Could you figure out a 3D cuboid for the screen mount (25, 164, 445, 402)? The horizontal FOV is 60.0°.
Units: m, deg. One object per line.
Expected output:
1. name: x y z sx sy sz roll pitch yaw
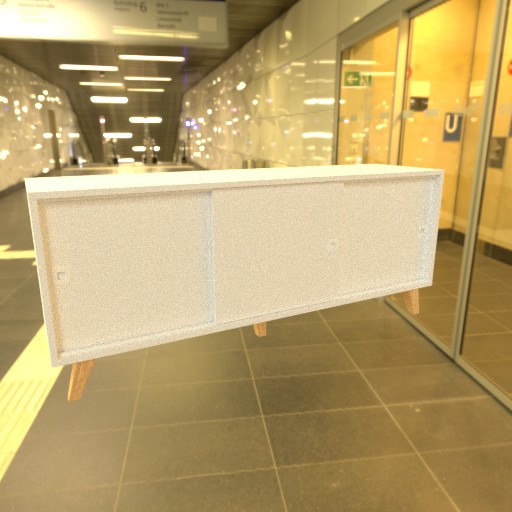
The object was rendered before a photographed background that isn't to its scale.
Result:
1. screen mount: 0.000 0.000 1.687 1.490 0.619 0.400 -8 17 -27
